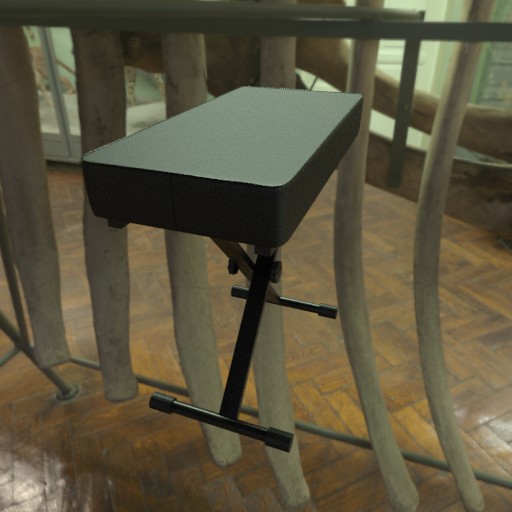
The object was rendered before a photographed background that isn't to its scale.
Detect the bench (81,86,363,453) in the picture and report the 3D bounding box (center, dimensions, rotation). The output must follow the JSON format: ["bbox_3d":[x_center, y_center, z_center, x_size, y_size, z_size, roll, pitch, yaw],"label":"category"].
[{"bbox_3d":[0.000,0.000,0.921,0.300,0.561,0.600,11,32,18],"label":"bench"}]
